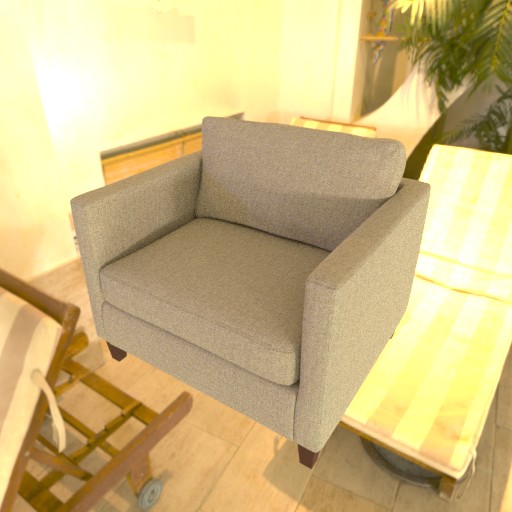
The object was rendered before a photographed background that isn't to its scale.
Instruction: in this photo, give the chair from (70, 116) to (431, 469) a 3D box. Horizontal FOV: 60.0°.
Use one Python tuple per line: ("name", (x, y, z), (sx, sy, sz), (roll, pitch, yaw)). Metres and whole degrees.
("chair", (0.000, 0.000, 1.823), (1.107, 0.961, 0.959), (18, 34, 29))
